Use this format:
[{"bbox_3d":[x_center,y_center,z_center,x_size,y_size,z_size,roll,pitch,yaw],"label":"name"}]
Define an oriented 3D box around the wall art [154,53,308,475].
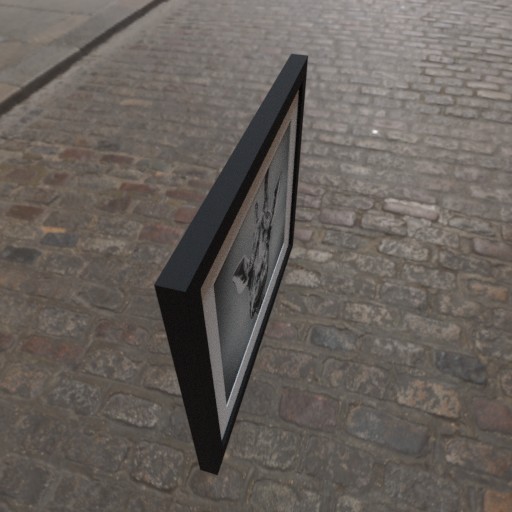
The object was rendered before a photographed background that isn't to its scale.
[{"bbox_3d":[0.000,0.000,0.746,0.031,0.457,0.558,11,46,11],"label":"wall art"}]
